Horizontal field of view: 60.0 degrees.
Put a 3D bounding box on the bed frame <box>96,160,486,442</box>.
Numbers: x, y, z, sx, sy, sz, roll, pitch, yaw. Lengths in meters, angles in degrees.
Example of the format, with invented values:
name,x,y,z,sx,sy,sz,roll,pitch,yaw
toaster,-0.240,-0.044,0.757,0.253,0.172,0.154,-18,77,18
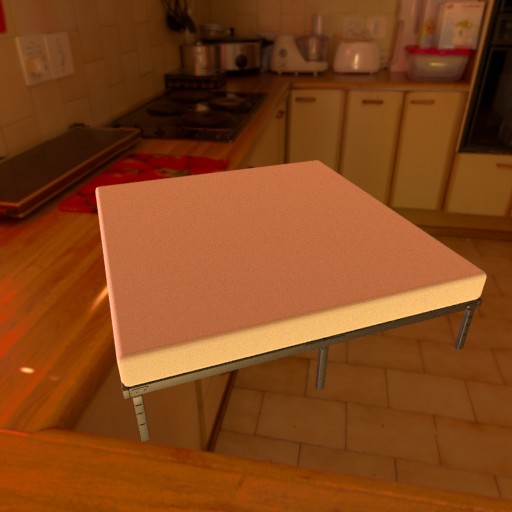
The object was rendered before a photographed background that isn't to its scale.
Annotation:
name,x,y,z,sx,sy,sz,roll,pitch,yaw
bed frame,0.000,0.000,3.932,2.526,0.680,2.635,-10,32,-17
